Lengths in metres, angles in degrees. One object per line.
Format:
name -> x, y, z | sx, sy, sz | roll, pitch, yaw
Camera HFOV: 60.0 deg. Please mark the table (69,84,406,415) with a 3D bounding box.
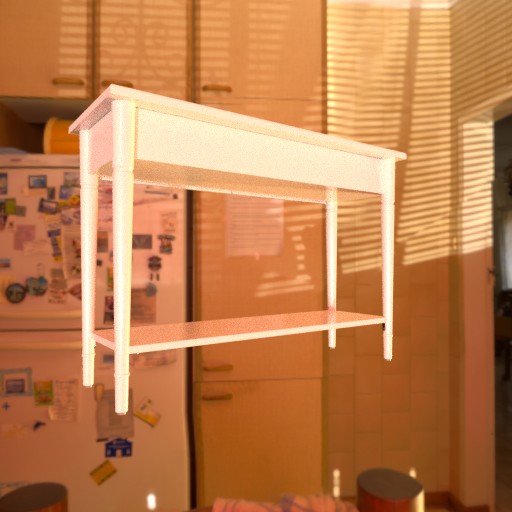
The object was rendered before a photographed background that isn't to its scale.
table -> 0.000, 0.000, 1.439 | 1.067, 0.749, 0.381 | 1, -1, -36
